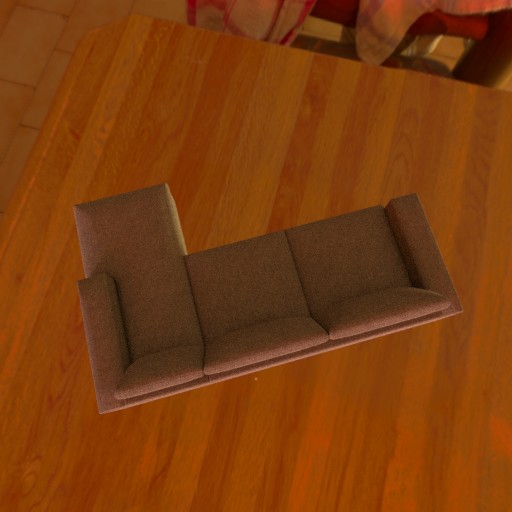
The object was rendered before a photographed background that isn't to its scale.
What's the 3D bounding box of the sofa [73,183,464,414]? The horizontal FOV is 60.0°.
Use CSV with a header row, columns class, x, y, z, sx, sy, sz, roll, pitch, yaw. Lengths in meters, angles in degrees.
class,x,y,z,sx,sy,sz,roll,pitch,yaw
sofa,0.000,0.000,3.498,2.718,0.940,1.689,-15,75,-4
